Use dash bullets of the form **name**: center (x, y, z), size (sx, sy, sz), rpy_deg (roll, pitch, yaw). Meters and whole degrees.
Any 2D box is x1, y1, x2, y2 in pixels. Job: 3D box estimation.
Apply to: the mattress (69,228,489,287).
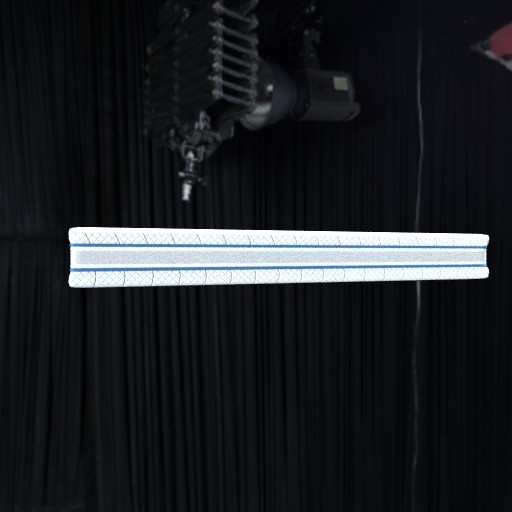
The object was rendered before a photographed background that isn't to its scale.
- **mattress**: center (0.000, 0.000, 2.724), size (2.000, 0.230, 1.600), rpy_deg (0, 0, -18)
